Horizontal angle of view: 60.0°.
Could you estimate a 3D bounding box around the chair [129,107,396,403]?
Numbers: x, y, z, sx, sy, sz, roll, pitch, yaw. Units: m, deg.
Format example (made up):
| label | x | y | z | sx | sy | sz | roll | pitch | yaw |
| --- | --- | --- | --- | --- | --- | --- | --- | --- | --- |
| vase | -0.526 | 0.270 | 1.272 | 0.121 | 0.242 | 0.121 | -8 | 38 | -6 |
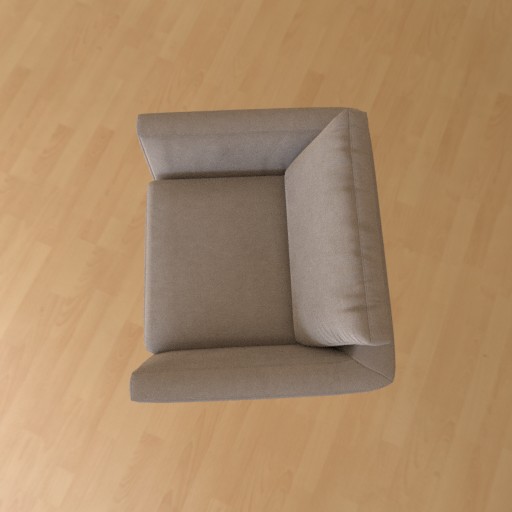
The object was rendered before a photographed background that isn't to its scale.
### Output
| label | x | y | z | sx | sy | sz | roll | pitch | yaw |
| --- | --- | --- | --- | --- | --- | --- | --- | --- | --- |
| chair | 0.000 | 0.000 | 1.717 | 0.889 | 0.864 | 1.041 | -2 | 76 | -1 |
